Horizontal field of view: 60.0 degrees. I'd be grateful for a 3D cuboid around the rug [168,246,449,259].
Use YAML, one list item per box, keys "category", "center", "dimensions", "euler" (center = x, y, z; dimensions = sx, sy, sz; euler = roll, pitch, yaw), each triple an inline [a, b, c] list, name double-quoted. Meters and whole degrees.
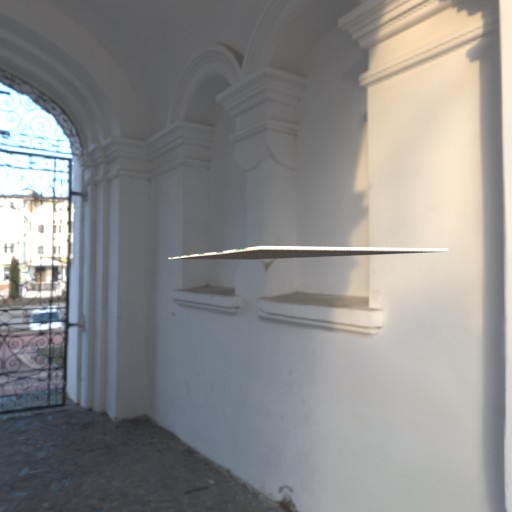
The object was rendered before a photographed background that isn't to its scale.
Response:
- category: "rug"
  center: [0.000, 0.000, 2.735]
  dimensions: [0.768, 0.012, 2.438]
  euler: [0, -1, -18]
